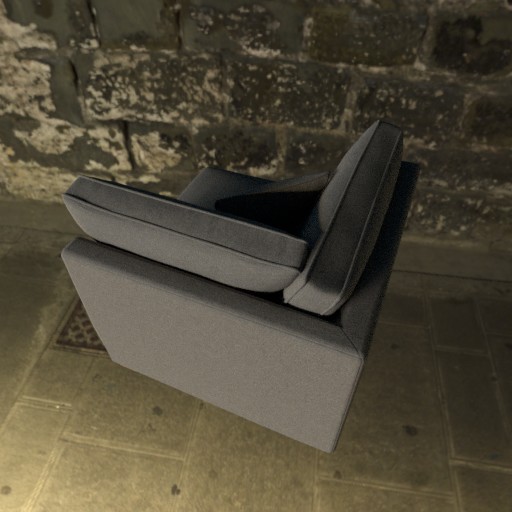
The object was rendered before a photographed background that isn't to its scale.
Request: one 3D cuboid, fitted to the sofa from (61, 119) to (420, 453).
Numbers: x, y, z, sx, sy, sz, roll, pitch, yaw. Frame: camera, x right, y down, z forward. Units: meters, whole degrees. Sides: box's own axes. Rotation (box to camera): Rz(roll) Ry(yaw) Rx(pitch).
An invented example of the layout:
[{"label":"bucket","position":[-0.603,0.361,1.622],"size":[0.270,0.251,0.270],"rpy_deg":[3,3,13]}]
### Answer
[{"label":"sofa","position":[0.000,0.000,1.992],"size":[1.146,1.002,1.084],"rpy_deg":[17,49,16]}]
